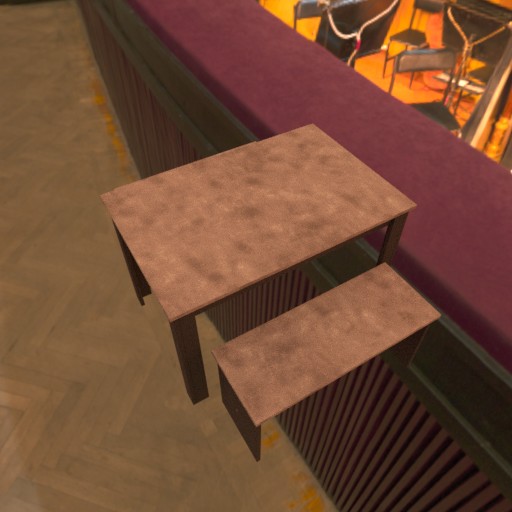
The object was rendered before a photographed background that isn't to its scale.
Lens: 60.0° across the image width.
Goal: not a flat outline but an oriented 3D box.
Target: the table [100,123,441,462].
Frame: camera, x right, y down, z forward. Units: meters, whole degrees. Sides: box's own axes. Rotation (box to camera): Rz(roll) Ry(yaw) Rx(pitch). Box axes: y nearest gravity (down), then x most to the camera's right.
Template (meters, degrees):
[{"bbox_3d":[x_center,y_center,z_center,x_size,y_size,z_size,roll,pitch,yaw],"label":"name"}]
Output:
[{"bbox_3d":[0.000,0.000,2.102,1.100,0.700,1.443,-24,52,-20],"label":"table"}]
